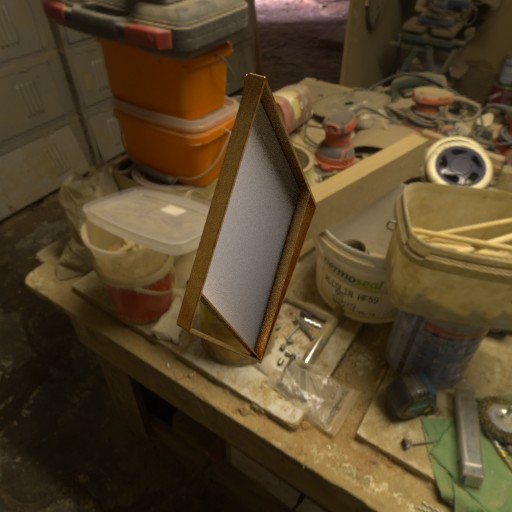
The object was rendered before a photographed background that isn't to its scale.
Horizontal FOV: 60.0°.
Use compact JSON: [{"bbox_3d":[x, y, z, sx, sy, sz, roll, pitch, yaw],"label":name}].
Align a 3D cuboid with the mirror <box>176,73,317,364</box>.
[{"bbox_3d":[0.000,0.000,0.844,0.032,0.679,0.419,25,48,25],"label":"mirror"}]
